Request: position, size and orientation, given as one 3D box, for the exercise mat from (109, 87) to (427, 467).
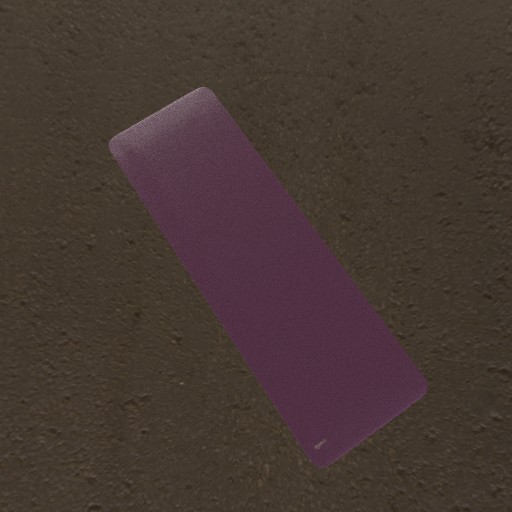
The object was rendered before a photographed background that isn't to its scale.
[{"bbox_3d":[0.000,0.000,2.106,0.616,0.021,1.869,-33,77,-8],"label":"exercise mat"}]
